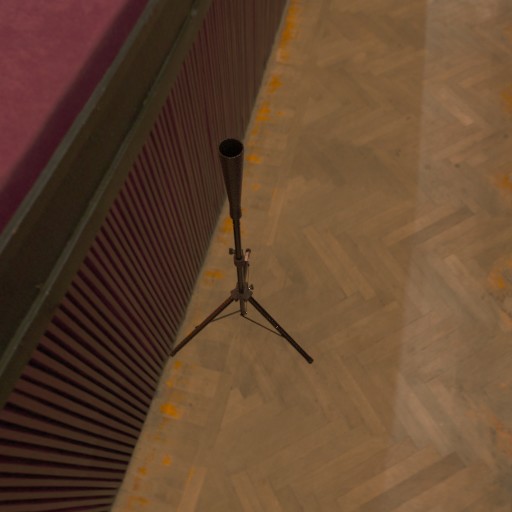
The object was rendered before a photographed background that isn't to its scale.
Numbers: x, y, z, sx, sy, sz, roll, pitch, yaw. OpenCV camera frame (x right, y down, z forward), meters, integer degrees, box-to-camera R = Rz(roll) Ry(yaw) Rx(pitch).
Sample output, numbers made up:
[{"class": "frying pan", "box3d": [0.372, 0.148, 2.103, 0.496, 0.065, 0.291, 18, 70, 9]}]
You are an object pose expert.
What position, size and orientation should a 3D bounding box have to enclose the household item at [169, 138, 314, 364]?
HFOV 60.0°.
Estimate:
[{"class": "household item", "box3d": [0.000, 0.000, 1.391, 0.559, 1.067, 0.559, 16, 64, 8]}]
